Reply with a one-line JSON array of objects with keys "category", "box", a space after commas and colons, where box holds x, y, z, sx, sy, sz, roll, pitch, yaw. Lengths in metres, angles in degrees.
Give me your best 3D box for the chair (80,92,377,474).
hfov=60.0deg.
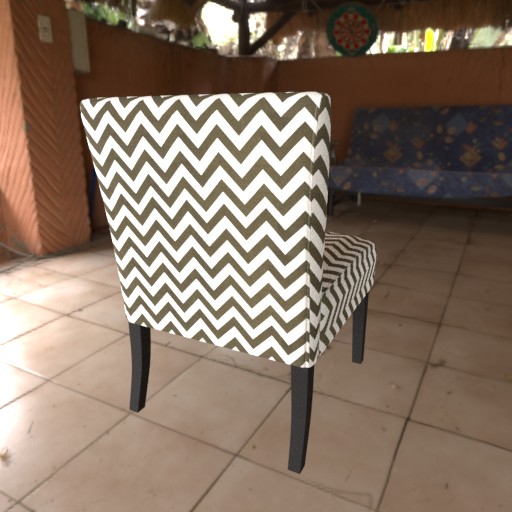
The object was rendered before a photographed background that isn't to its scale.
[{"category": "chair", "box": [0.000, 0.000, 1.263, 0.589, 0.838, 0.648, 9, 19, 26]}]
